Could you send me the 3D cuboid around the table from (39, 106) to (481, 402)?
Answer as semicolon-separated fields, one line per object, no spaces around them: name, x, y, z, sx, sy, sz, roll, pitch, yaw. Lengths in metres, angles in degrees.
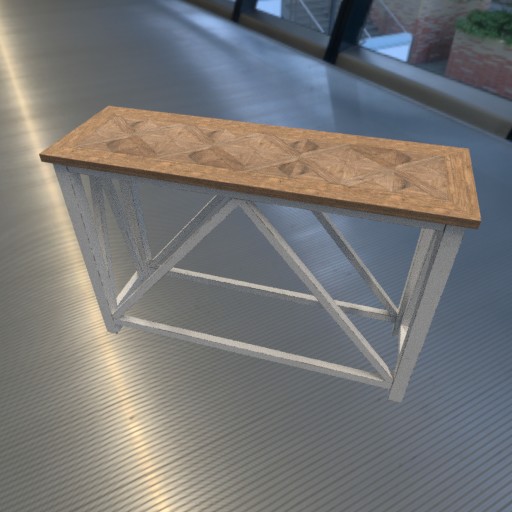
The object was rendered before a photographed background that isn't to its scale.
table;0.000;0.000;1.811;1.400;0.930;0.450;11;41;12
